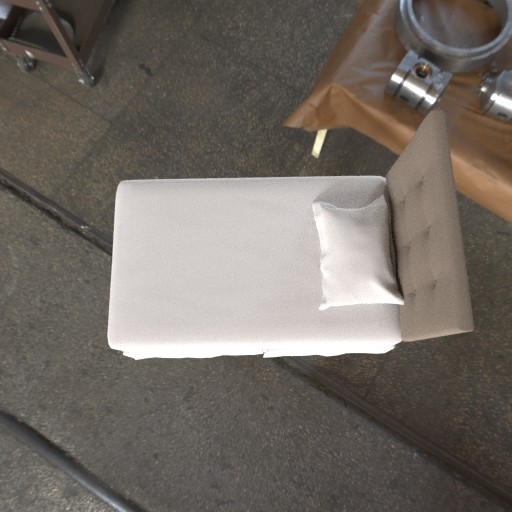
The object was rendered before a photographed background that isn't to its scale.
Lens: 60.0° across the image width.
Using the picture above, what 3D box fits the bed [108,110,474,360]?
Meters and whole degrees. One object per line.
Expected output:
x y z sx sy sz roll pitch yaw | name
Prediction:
0.000 0.000 2.891 1.997 1.571 1.261 -1 76 0 | bed
